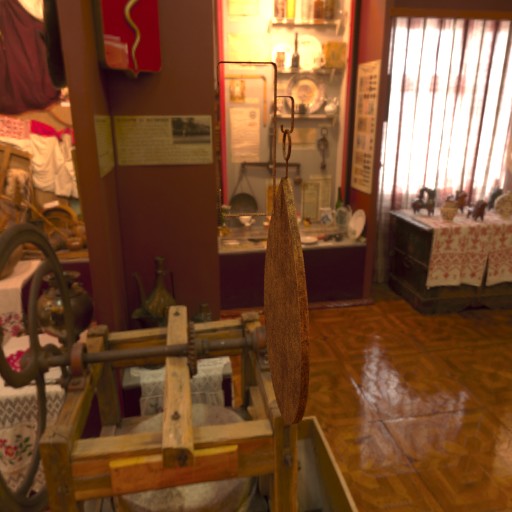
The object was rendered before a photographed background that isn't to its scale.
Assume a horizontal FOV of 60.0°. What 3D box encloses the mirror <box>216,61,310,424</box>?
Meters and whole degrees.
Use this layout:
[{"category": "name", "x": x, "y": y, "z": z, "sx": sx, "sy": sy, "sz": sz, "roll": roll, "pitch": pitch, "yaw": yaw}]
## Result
[{"category": "mirror", "x": 0.000, "y": 0.000, "z": 0.925, "sx": 0.144, "sy": 0.744, "sz": 0.405, "roll": -3, "pitch": 18, "yaw": -8}]
